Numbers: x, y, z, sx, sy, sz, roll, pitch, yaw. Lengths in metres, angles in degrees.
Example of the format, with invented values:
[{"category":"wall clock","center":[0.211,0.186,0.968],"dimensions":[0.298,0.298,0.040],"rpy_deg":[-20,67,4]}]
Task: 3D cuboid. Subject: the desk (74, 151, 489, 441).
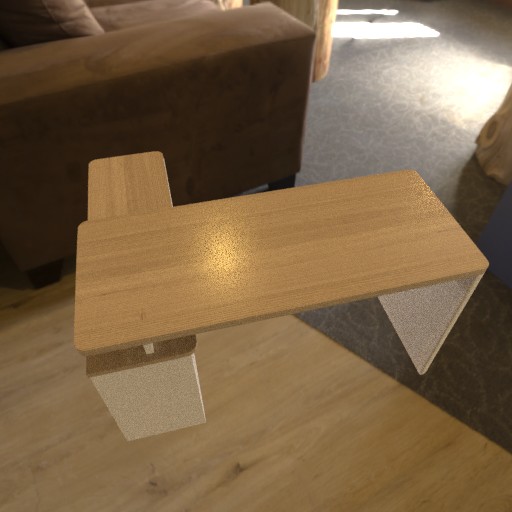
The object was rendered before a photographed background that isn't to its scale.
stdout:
[{"category":"desk","center":[0.000,0.000,2.087],"dimensions":[1.400,0.770,1.175],"rpy_deg":[-10,49,-9]}]
